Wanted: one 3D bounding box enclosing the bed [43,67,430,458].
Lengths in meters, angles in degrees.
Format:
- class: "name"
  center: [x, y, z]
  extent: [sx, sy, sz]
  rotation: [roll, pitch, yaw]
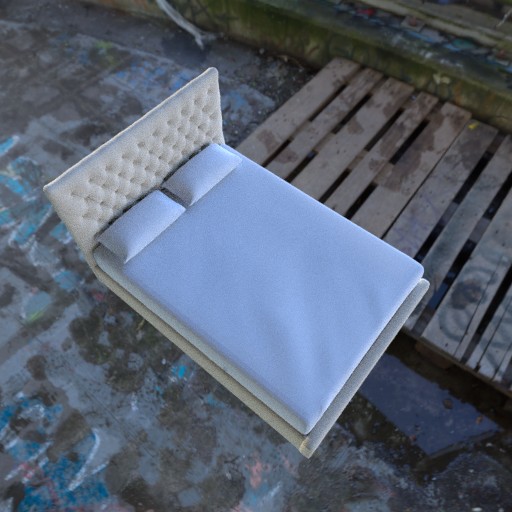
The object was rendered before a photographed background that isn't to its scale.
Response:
- class: "bed"
  center: [0.000, 0.000, 3.500]
  extent: [2.387, 1.427, 1.698]
  rotation: [35, 65, 19]
